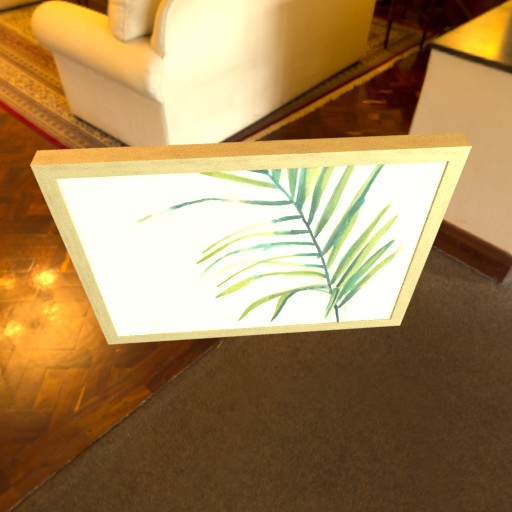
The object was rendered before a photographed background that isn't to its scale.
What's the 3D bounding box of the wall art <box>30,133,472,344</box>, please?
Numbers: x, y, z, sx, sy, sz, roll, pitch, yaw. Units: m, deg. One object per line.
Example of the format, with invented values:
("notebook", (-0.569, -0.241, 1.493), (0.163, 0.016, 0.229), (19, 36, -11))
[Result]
("wall art", (0.000, 0.000, 0.680), (0.532, 0.380, 0.032), (-3, 46, -3))
